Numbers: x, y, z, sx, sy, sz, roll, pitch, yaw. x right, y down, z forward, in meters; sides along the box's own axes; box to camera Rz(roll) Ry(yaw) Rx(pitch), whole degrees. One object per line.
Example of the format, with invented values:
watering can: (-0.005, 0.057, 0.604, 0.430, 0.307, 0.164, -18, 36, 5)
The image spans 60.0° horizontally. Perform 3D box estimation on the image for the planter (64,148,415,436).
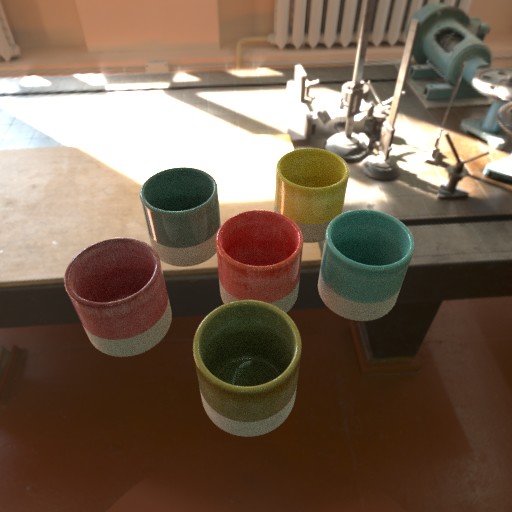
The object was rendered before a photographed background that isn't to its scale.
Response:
planter: (0.000, 0.000, 0.415, 0.257, 0.075, 0.286, 23, 50, 21)
